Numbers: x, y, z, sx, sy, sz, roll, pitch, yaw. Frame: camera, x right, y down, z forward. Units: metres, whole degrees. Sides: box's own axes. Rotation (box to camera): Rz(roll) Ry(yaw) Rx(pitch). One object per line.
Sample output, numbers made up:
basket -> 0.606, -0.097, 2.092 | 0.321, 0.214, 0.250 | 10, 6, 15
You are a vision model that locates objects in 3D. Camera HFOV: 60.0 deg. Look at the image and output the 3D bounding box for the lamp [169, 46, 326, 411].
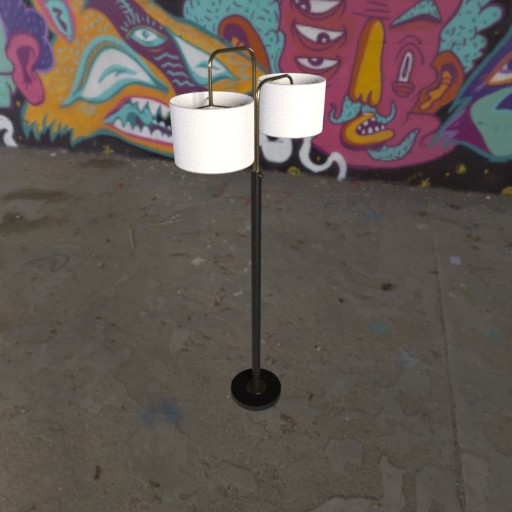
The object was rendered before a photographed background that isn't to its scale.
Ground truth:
lamp -> 0.000, 0.000, 1.833 | 0.254, 1.587, 0.711 | 20, 36, 30
